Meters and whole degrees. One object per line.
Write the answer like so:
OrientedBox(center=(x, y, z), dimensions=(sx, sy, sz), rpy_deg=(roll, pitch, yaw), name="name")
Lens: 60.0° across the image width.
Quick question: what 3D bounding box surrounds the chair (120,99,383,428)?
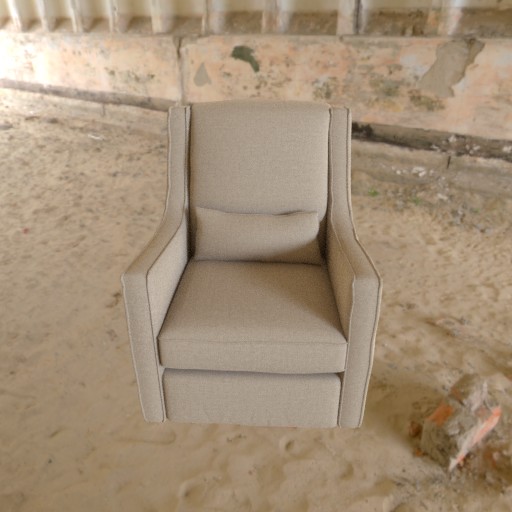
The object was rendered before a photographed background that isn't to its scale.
OrientedBox(center=(0.000, 0.000, 1.626), dimensions=(0.732, 0.993, 0.879), rpy_deg=(1, 28, 2), name="chair")
